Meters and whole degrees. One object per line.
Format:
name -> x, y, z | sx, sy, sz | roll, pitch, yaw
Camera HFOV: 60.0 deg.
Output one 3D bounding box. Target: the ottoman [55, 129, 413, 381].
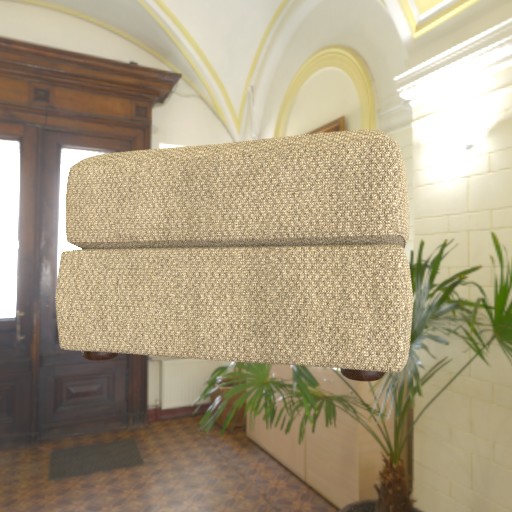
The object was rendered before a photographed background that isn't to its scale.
ottoman -> 0.000, 0.000, 1.130 | 0.751, 0.476, 0.603 | -1, -2, 18
